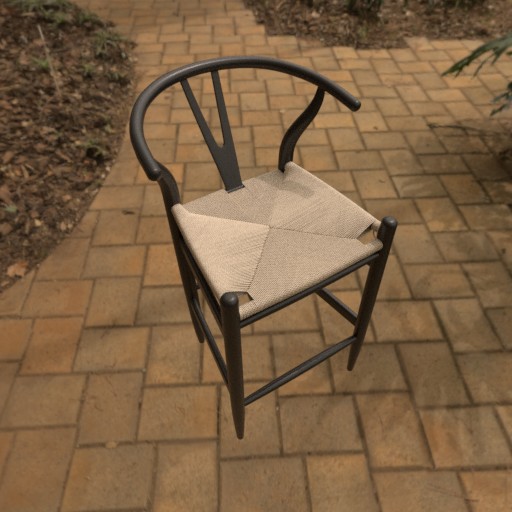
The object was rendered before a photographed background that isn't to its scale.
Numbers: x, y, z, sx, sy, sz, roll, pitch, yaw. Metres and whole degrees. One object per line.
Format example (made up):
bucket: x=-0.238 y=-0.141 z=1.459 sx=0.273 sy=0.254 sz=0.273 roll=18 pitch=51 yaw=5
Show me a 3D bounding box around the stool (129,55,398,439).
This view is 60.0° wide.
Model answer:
stool: x=0.000 y=0.000 z=1.340 sx=0.569 sy=0.970 sz=0.579 roll=-24 pitch=51 yaw=-21
